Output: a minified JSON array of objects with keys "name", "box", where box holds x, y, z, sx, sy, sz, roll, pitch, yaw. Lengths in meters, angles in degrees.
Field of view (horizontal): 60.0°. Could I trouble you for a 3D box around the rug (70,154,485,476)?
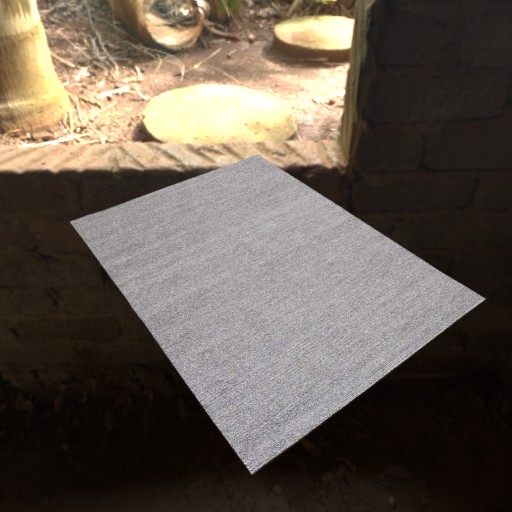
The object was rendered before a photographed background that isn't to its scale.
[{"name":"rug","box":[0.000,0.000,4.138,2.434,0.045,3.202,-26,47,-27]}]
